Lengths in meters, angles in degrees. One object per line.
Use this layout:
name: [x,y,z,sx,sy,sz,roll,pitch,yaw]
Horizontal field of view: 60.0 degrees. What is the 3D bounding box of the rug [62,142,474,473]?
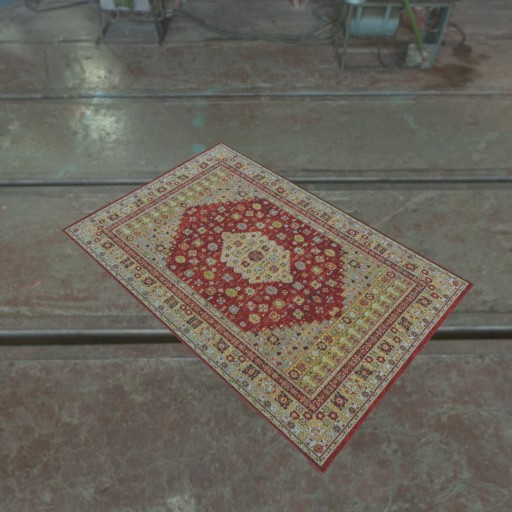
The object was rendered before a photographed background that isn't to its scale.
rug: [0.000,0.000,2.289,1.802,0.013,1.194,35,56,28]
